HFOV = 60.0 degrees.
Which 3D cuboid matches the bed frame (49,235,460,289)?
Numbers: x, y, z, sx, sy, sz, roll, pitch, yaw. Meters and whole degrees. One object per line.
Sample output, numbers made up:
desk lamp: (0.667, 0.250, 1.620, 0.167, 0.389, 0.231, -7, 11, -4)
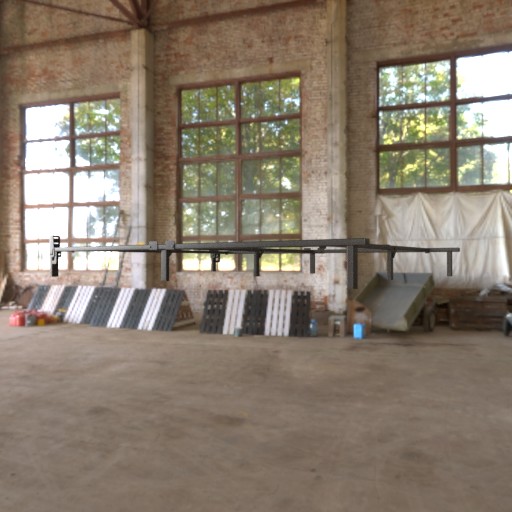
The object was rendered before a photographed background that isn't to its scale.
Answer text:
bed frame: (0.000, 0.000, 2.681, 1.990, 0.248, 1.498, 0, -1, 36)
